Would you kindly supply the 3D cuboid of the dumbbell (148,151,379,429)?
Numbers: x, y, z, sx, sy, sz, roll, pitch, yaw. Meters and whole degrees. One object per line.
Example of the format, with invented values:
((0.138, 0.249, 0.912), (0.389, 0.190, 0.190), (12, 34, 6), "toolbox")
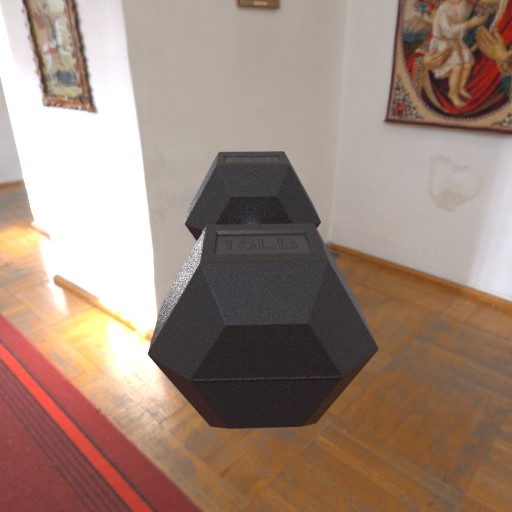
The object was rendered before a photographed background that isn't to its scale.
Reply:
((0.000, 0.000, 0.336), (0.122, 0.106, 0.271), (-1, 26, -2), "dumbbell")
